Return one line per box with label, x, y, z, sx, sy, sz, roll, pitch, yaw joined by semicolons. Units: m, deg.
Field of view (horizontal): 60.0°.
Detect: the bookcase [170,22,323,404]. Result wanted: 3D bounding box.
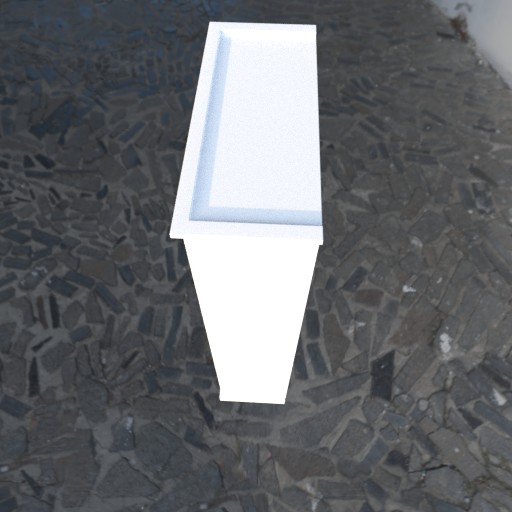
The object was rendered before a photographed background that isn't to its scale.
bookcase;0.000;0.000;2.314;0.432;1.880;1.050;3;58;2
